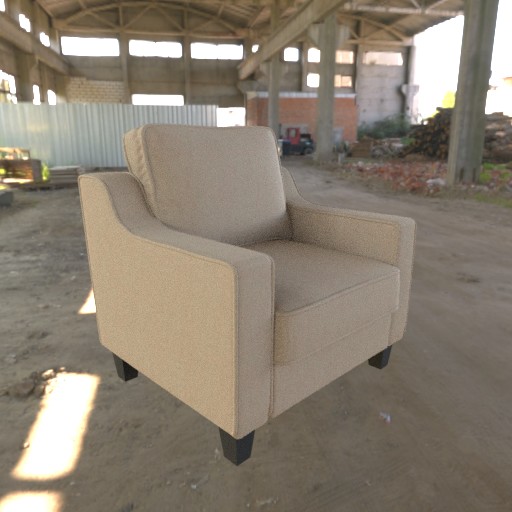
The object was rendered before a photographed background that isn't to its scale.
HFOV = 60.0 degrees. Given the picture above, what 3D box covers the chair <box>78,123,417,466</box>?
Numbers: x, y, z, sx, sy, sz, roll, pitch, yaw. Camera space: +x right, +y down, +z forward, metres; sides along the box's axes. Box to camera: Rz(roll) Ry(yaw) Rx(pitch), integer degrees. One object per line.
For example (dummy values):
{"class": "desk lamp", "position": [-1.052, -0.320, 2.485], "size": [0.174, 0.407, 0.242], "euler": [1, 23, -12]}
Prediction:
{"class": "chair", "position": [0.000, 0.000, 1.653], "size": [0.922, 0.948, 0.882], "euler": [-14, 20, -43]}
